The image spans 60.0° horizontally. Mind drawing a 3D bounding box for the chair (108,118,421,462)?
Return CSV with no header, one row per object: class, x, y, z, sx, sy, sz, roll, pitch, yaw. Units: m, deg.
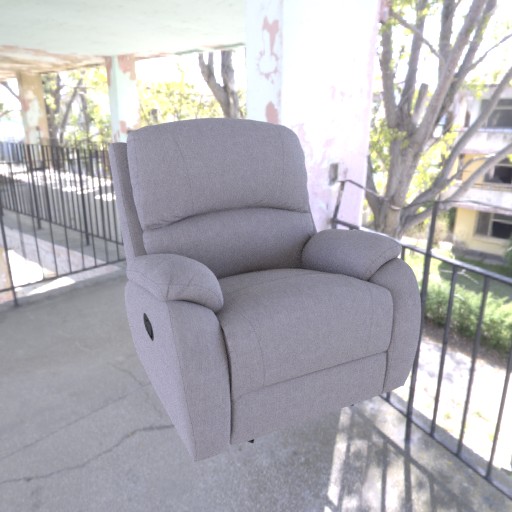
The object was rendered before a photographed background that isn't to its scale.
chair,0.000,0.000,1.694,0.930,1.011,0.899,-9,19,-27
